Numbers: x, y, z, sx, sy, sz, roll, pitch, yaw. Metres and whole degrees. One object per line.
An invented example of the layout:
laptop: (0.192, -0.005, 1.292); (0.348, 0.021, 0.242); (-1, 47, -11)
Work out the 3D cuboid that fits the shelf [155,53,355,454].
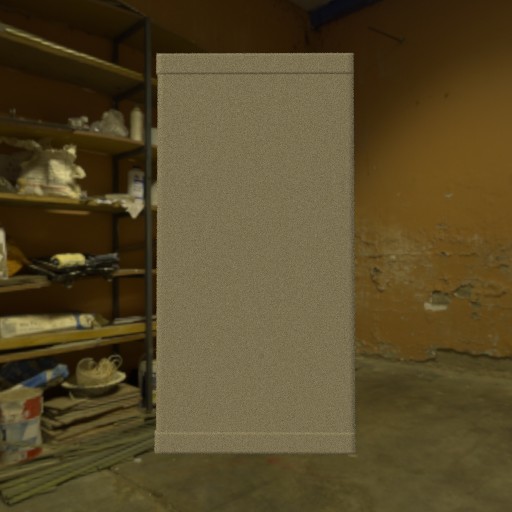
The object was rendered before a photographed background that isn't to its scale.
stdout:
shelf: (0.000, 0.000, 1.264); (0.390, 0.786, 0.790); (0, -1, 0)
